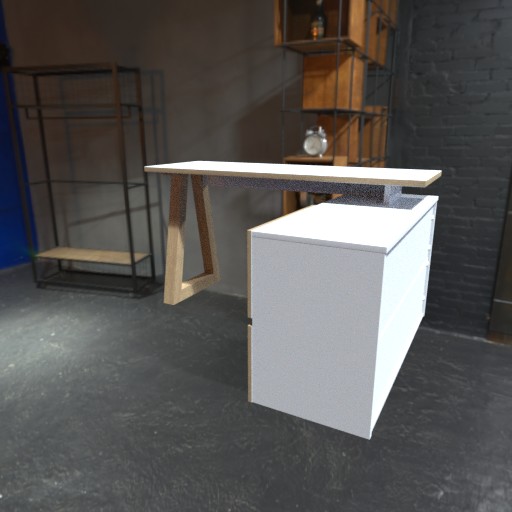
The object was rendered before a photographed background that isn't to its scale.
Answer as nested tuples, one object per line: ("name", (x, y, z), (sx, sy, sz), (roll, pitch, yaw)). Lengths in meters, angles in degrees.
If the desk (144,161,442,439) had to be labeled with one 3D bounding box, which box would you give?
("desk", (0.000, 0.000, 2.057), (1.404, 0.755, 1.098), (8, 18, 27))
